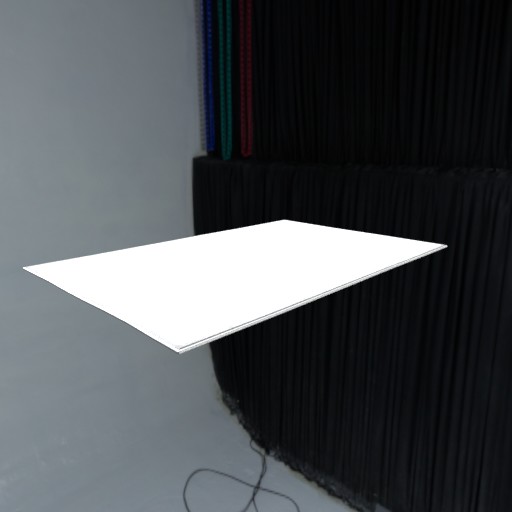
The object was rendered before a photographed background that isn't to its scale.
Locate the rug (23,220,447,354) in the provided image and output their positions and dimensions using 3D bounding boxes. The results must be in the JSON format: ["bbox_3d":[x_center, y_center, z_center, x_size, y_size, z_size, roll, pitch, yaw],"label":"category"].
[{"bbox_3d":[0.000,0.000,3.390,1.819,0.018,2.746,14,20,43],"label":"rug"}]
